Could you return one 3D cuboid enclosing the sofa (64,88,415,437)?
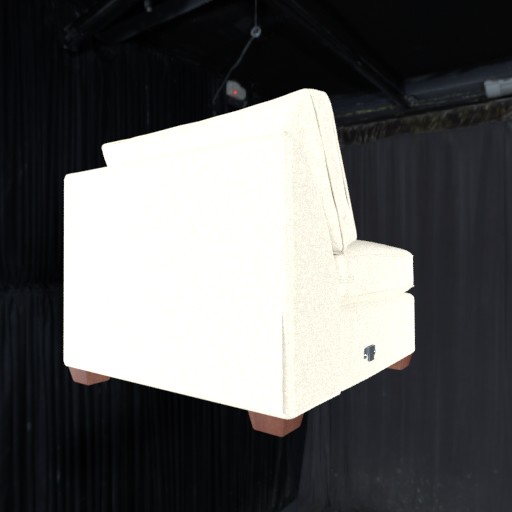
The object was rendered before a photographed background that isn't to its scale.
[{"bbox_3d":[0.000,0.000,1.907,1.084,1.002,1.146,0,-1,36],"label":"sofa"}]
